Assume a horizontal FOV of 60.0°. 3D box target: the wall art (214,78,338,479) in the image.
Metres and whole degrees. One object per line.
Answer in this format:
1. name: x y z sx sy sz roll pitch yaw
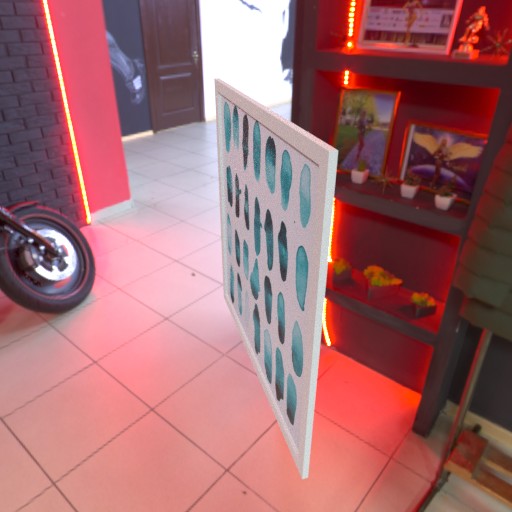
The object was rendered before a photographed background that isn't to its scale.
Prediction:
1. wall art: 0.000 0.000 0.687 0.009 0.457 0.456 -9 31 -15
